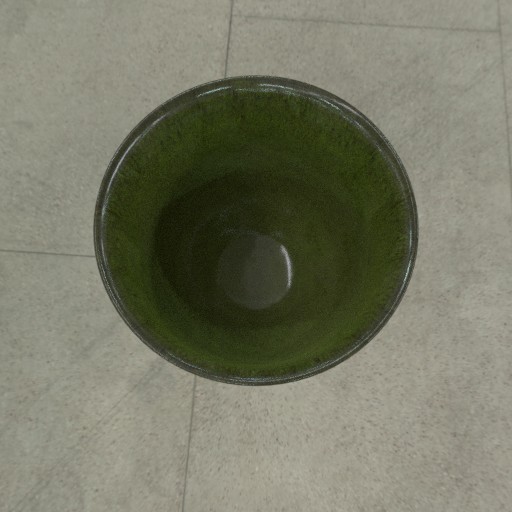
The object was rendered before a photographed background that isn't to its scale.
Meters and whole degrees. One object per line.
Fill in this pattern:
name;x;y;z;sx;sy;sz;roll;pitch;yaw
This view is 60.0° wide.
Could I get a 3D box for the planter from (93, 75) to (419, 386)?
planter;0.000;0.000;0.492;0.266;0.270;0.266;0;76;0
